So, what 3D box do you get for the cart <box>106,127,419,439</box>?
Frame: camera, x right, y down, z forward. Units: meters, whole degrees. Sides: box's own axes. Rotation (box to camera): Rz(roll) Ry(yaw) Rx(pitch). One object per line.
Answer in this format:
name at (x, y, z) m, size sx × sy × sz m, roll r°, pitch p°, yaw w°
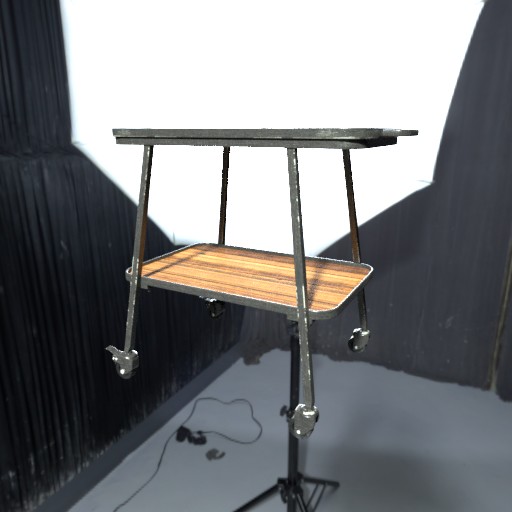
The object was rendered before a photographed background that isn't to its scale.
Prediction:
cart at (0.000, 0.000, 1.264) m, size 0.806 × 0.700 × 0.515 m, roll 8°, pitch 18°, yaw 27°
